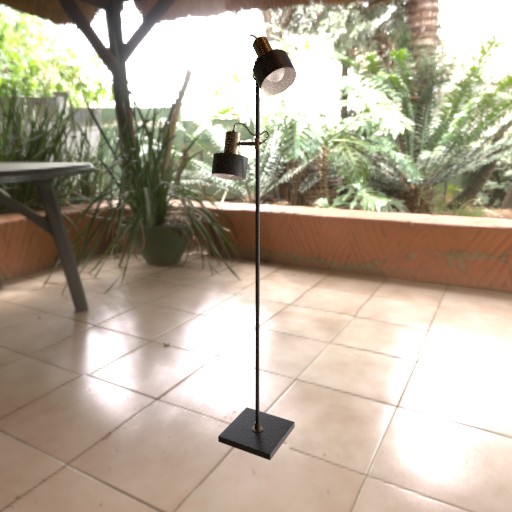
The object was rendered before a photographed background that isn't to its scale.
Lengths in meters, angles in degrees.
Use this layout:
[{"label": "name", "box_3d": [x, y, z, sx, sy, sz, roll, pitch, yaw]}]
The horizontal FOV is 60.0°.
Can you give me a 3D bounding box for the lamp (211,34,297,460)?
[{"label": "lamp", "box_3d": [0.000, 0.000, 1.641, 0.315, 1.505, 0.233, 7, 16, 27]}]
